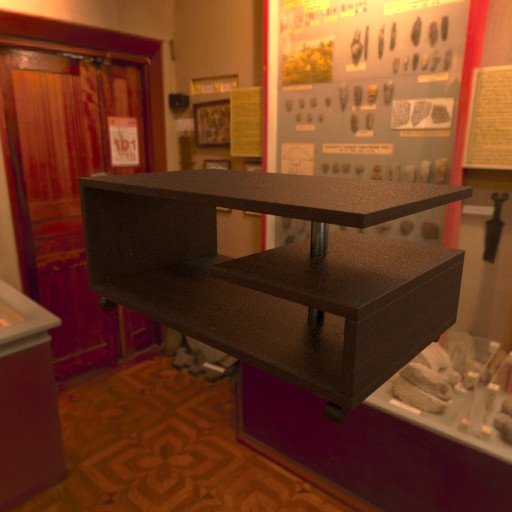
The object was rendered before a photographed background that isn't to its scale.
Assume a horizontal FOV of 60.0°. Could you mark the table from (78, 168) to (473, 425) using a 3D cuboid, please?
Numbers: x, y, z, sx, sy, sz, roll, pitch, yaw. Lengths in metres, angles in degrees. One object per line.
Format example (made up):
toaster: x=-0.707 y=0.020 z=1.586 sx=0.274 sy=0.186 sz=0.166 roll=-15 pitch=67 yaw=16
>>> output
table: x=0.000 y=0.000 z=1.387 sx=1.050 sy=0.460 sz=0.590 roll=13 pitch=20 yaw=41
